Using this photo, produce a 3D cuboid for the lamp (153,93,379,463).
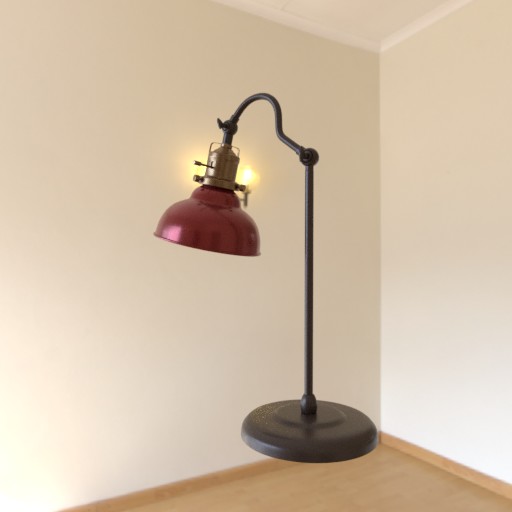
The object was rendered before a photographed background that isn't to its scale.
[{"bbox_3d":[0.000,0.000,0.689,0.374,0.508,0.192,-1,-2,35],"label":"lamp"}]
